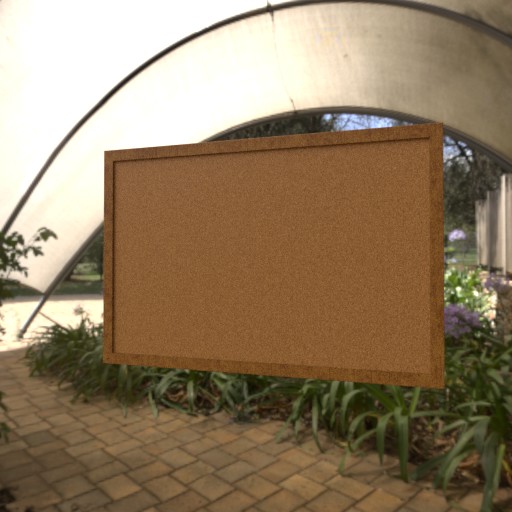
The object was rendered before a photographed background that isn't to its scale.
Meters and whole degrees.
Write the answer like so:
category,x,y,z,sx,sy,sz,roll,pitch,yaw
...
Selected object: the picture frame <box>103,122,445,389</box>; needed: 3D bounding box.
category,x,y,z,sx,sy,sz,roll,pitch,yaw
picture frame,0.000,0.000,1.177,0.922,0.621,0.029,0,-1,17
